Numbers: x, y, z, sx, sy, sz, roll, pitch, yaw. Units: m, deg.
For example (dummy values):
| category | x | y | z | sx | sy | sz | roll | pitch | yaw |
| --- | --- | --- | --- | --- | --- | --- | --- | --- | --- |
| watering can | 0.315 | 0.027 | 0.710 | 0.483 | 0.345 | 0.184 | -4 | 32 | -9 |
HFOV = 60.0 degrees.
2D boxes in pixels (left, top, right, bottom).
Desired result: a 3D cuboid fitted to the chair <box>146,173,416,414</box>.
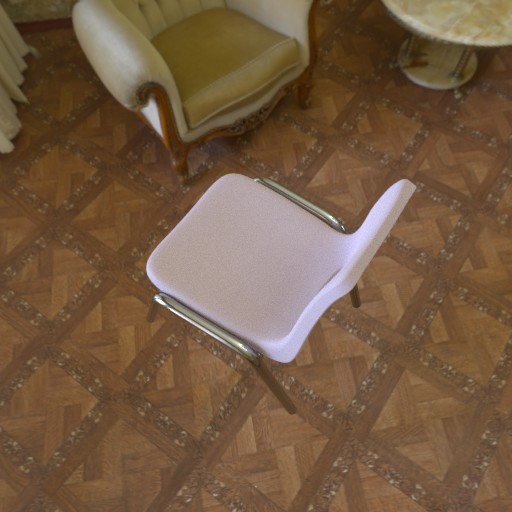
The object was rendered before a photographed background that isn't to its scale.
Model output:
| category | x | y | z | sx | sy | sz | roll | pitch | yaw |
| --- | --- | --- | --- | --- | --- | --- | --- | --- | --- |
| chair | 0.000 | 0.000 | 0.851 | 0.423 | 0.586 | 0.354 | 31 | 67 | 15 |
